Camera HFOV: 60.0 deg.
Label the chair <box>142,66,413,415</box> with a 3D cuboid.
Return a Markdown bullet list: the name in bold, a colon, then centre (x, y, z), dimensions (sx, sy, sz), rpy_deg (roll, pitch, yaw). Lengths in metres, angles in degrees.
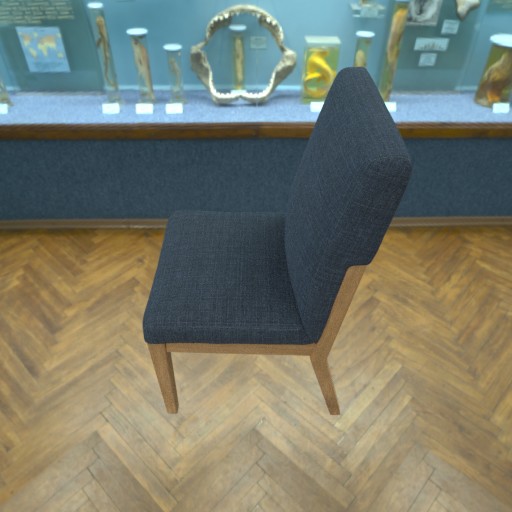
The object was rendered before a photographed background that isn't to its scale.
- **chair**: centre (0.000, 0.000, 1.265), dimensions (0.586, 0.911, 0.507), rpy_deg (0, 42, 0)
